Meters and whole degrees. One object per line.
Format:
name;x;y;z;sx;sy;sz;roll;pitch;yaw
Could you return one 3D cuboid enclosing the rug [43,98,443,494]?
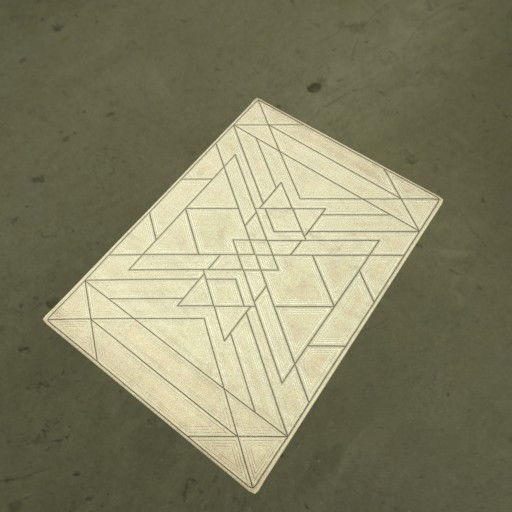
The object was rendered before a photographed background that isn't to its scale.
rug;0.000;0.000;4.367;2.436;0.026;3.381;33;69;15
